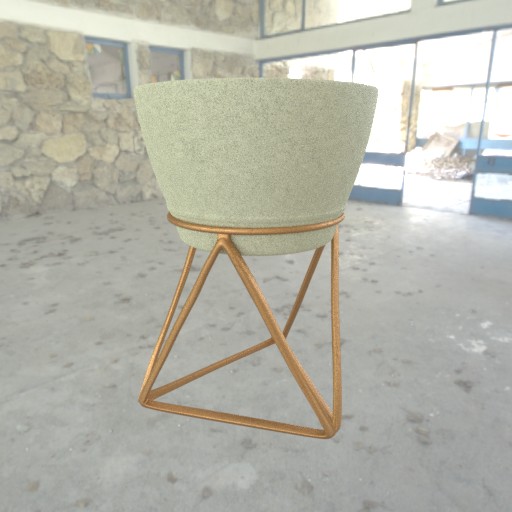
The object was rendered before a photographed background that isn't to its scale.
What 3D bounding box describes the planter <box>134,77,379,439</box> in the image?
[{"bbox_3d":[0.000,0.000,0.720,0.350,0.504,0.350,-15,21,-42],"label":"planter"}]
